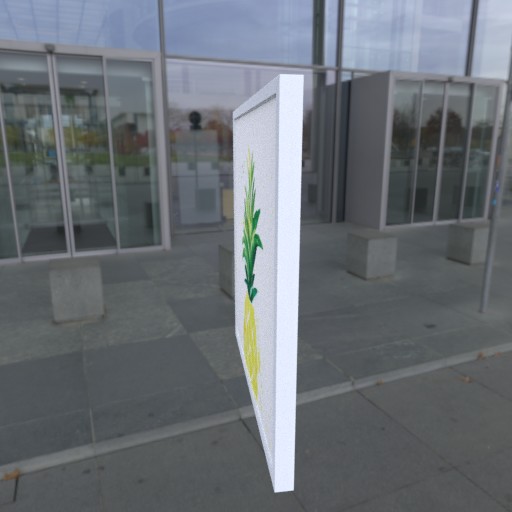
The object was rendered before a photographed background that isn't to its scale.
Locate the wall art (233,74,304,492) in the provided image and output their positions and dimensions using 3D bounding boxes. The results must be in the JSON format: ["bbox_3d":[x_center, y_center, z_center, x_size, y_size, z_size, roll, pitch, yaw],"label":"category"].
[{"bbox_3d":[0.000,0.000,1.141,0.038,0.761,0.763,-2,14,-8],"label":"wall art"}]
